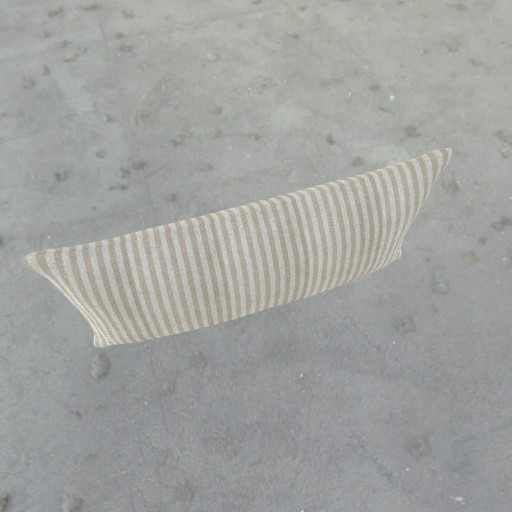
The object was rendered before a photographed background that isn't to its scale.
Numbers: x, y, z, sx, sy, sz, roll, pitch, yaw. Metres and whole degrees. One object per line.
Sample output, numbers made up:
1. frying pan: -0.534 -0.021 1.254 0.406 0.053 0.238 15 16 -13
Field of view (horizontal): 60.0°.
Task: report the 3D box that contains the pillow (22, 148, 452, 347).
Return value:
1. pillow: 0.000 0.000 0.727 0.617 0.295 0.151 -16 58 -10
